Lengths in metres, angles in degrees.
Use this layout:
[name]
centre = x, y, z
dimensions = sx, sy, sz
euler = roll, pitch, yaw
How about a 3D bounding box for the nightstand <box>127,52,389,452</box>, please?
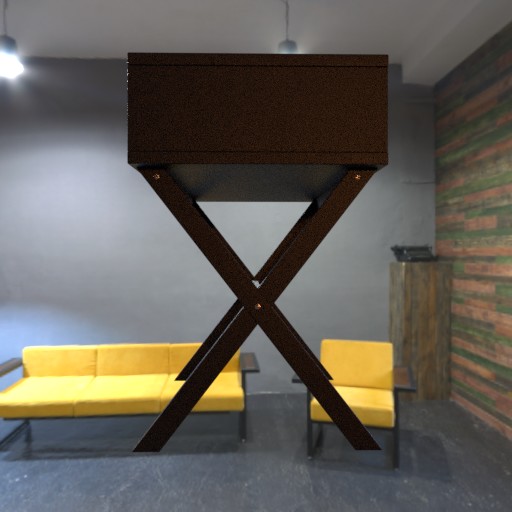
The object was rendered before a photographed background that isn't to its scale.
[nightstand]
centre = 0.000, 0.000, 0.919
dimensions = 0.402, 0.623, 0.479
euler = 0, 0, -1
